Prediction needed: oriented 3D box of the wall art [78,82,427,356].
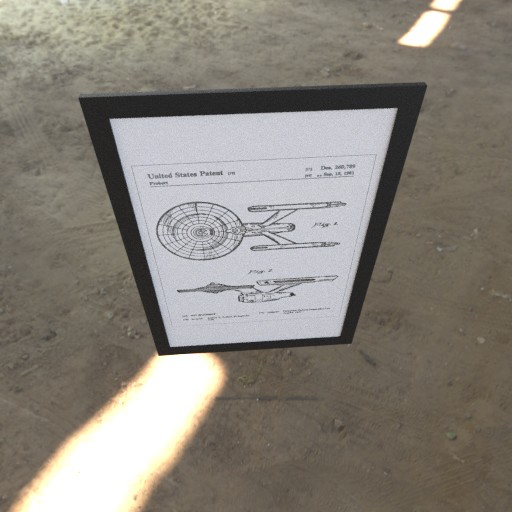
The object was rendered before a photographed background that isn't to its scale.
[{"bbox_3d":[0.000,0.000,0.676,0.379,0.530,0.008,-3,47,-3],"label":"wall art"}]
